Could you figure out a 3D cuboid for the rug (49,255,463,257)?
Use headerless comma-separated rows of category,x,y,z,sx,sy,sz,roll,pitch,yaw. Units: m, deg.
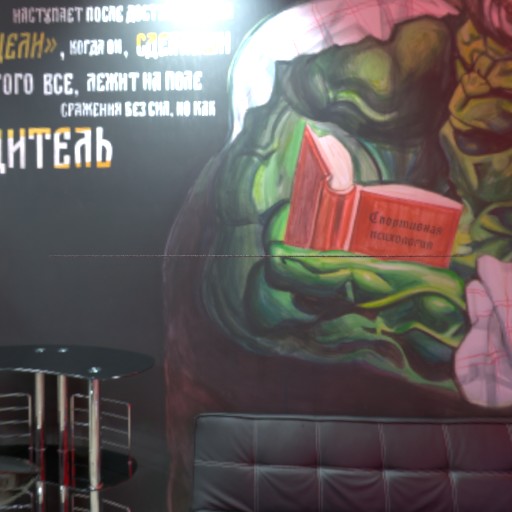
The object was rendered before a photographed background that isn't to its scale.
rug,0.000,0.000,5.214,3.957,0.011,2.894,0,0,36
